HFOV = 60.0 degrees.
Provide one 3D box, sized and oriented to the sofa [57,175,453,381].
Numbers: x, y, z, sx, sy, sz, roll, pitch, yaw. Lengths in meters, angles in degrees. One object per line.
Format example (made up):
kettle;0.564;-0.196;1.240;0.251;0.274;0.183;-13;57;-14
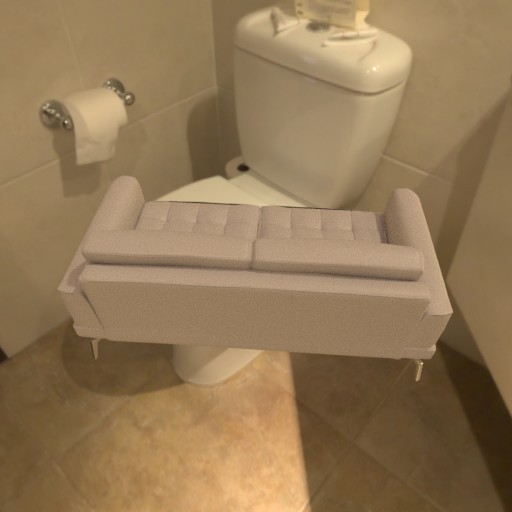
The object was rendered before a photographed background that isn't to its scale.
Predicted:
sofa;0.000;0.000;2.830;2.177;0.930;1.121;3;46;3
